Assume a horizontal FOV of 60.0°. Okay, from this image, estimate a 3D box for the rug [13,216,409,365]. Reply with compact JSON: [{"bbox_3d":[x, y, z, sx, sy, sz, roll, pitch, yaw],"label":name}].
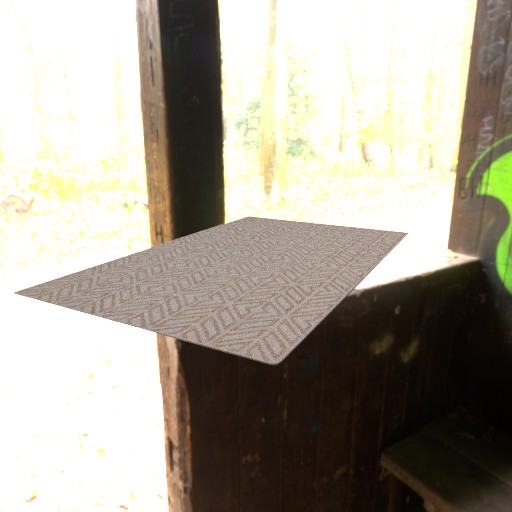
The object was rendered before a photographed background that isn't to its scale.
[{"bbox_3d":[0.000,0.000,2.950,1.523,0.008,2.438,9,18,28],"label":"rug"}]
